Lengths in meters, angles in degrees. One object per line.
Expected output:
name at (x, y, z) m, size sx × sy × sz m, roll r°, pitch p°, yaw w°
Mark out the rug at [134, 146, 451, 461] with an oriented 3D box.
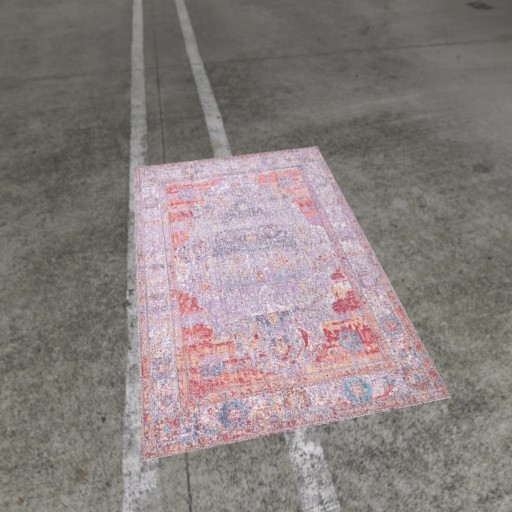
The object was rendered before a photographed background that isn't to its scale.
rug at (0.000, 0.000, 2.299) m, size 1.219 × 0.005 × 1.829 m, roll -8°, pitch 47°, yaw -8°
